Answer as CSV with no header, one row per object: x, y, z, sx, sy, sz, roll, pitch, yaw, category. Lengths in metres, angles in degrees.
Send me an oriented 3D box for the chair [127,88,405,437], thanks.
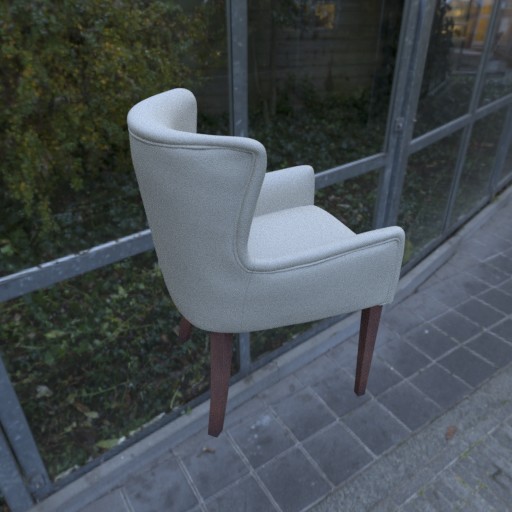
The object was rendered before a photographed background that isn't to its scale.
0.000,0.000,1.434,0.686,0.952,0.660,-10,31,-17,chair
